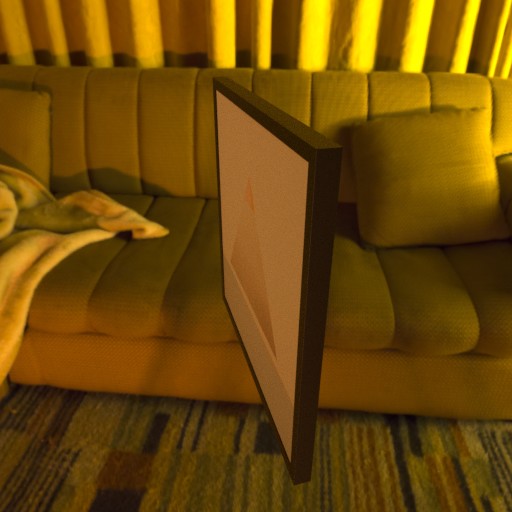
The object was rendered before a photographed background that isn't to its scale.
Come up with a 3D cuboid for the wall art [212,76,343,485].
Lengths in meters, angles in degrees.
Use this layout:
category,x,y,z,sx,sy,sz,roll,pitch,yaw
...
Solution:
category,x,y,z,sx,sy,sz,roll,pitch,yaw
wall art,0.000,0.000,0.759,0.028,0.511,0.513,-8,30,-14
